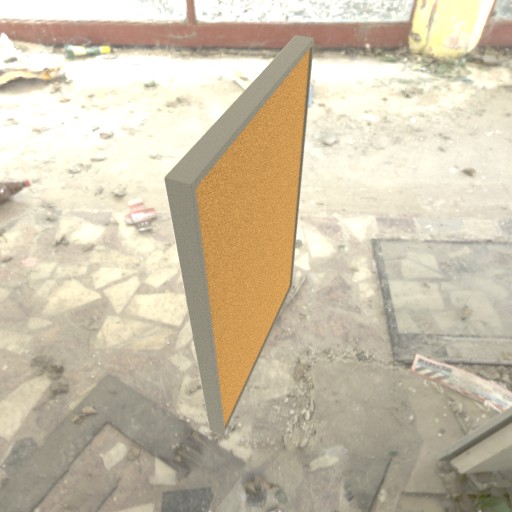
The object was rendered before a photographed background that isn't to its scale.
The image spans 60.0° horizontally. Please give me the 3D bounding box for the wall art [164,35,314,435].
[{"bbox_3d":[0.000,0.000,0.977,0.039,0.753,0.511,16,48,15],"label":"wall art"}]
